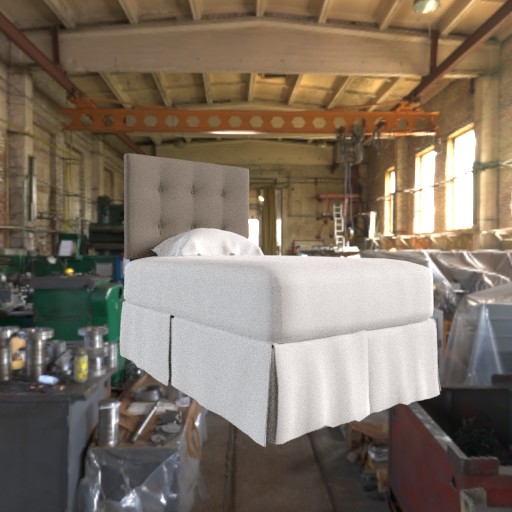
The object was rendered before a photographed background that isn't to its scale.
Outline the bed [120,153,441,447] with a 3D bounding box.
[{"bbox_3d":[0.000,0.000,2.963,1.261,1.571,1.997,-1,1,-35],"label":"bed"}]
